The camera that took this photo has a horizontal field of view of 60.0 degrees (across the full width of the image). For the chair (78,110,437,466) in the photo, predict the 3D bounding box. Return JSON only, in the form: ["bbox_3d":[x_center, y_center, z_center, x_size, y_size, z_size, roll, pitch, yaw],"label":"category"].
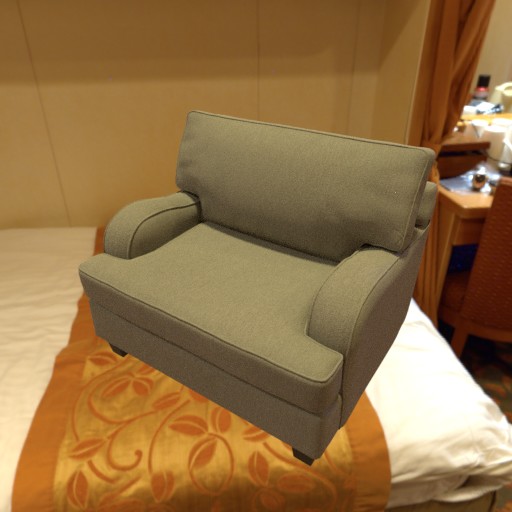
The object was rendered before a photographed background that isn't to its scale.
[{"bbox_3d":[0.000,0.000,1.956,1.220,1.016,1.041,19,35,29],"label":"chair"}]
